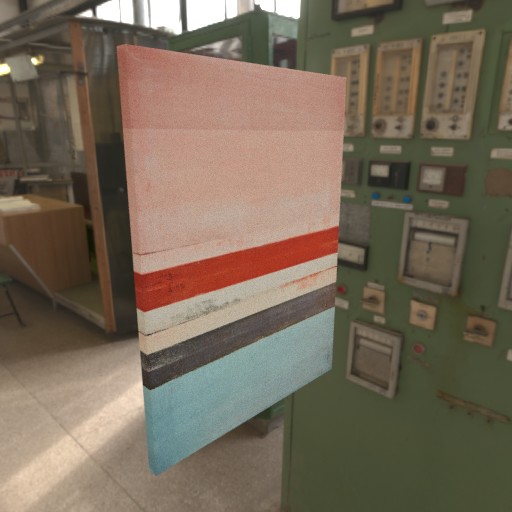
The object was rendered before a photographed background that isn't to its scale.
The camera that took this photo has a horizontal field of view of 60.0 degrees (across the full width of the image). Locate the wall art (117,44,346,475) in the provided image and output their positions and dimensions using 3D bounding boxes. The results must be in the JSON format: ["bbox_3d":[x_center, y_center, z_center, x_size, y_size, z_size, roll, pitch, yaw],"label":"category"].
[{"bbox_3d":[0.000,0.000,1.274,0.761,1.016,0.039,-15,21,-43],"label":"wall art"}]
